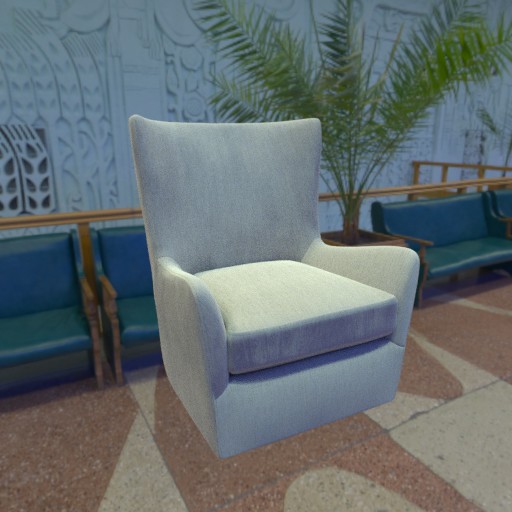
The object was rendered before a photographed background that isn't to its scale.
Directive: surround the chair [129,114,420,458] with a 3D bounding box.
[{"bbox_3d":[0.000,0.000,1.644,0.779,1.000,0.904,-8,17,-26],"label":"chair"}]
